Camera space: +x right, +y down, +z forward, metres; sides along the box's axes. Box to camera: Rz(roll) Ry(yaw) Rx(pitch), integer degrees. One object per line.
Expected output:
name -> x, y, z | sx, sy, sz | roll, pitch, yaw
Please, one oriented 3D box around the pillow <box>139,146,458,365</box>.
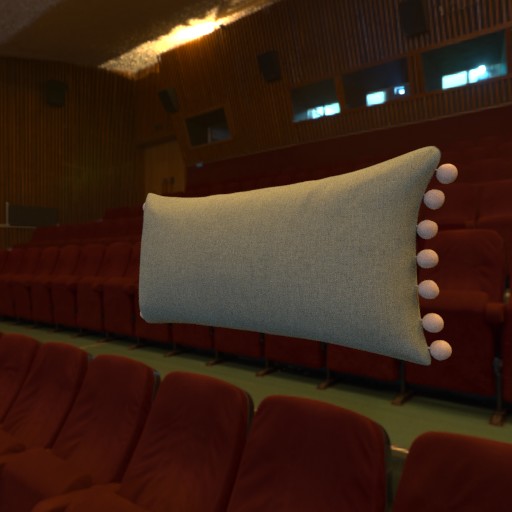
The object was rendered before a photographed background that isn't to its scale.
pillow -> 0.000, 0.000, 0.842 | 0.709, 0.322, 0.201 | 0, 0, 38
